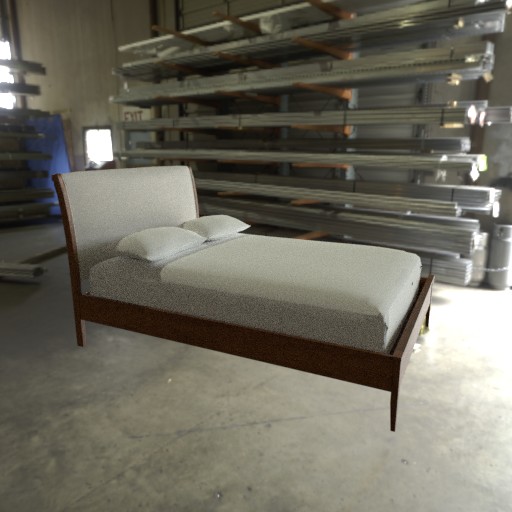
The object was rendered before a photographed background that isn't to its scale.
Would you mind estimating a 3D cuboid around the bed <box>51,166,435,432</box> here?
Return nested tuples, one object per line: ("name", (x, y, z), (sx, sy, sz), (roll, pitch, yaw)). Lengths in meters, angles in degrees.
("bed", (0.000, 0.000, 3.309), (2.380, 1.250, 1.612), (7, 15, 26))
